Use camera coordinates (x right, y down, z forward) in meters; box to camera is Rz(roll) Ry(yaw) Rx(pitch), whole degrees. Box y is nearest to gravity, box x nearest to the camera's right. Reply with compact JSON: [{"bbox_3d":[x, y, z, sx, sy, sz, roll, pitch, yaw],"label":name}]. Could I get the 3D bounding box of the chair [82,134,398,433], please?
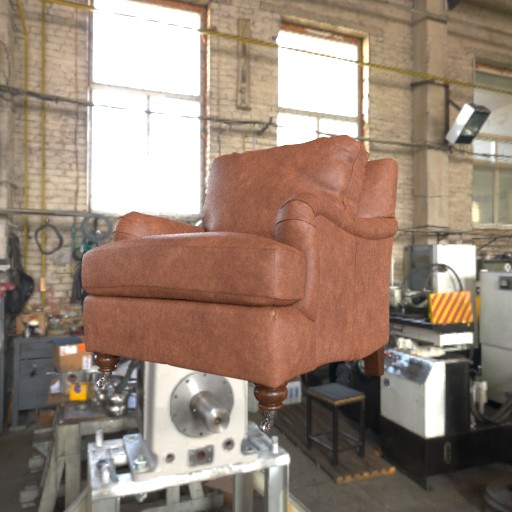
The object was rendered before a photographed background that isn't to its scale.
[{"bbox_3d":[0.000,0.000,1.947,0.986,1.055,1.158,-1,-1,36],"label":"chair"}]
